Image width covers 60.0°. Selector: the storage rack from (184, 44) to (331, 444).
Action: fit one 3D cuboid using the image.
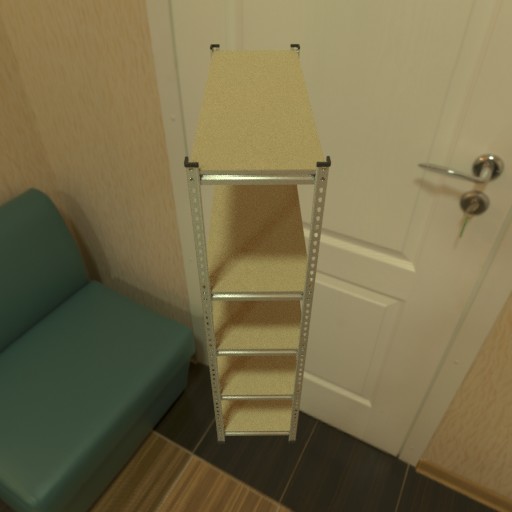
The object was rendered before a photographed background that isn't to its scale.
[{"bbox_3d":[0.000,0.000,2.424,0.457,1.829,1.219,0,41,0],"label":"storage rack"}]
